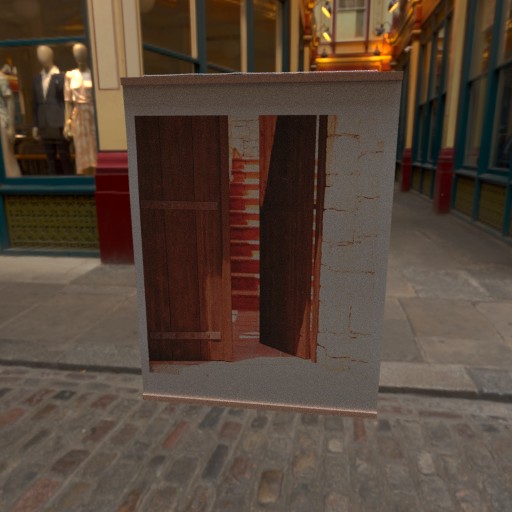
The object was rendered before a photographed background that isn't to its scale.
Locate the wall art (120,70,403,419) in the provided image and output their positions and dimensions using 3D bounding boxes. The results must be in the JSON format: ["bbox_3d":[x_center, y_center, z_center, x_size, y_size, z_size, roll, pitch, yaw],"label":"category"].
[{"bbox_3d":[0.000,0.000,1.310,0.758,1.013,0.020,2,14,8],"label":"wall art"}]
